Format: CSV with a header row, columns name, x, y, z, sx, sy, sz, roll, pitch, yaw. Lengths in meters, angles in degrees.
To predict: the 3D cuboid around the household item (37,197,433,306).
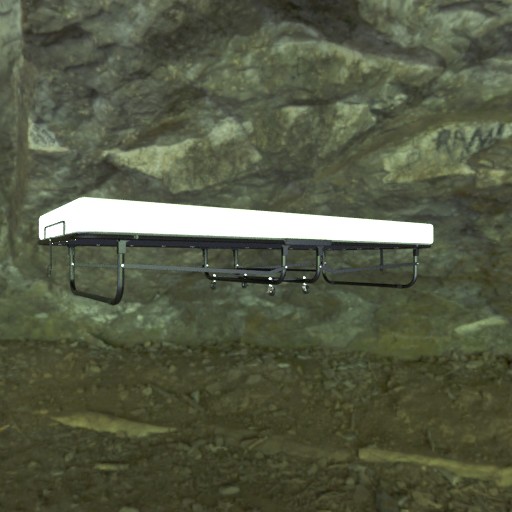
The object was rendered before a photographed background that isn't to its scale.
name,x,y,z,sx,sy,sz,roll,pitch,yaw
household item,0.000,0.000,2.204,1.905,0.356,0.787,0,-1,-35
